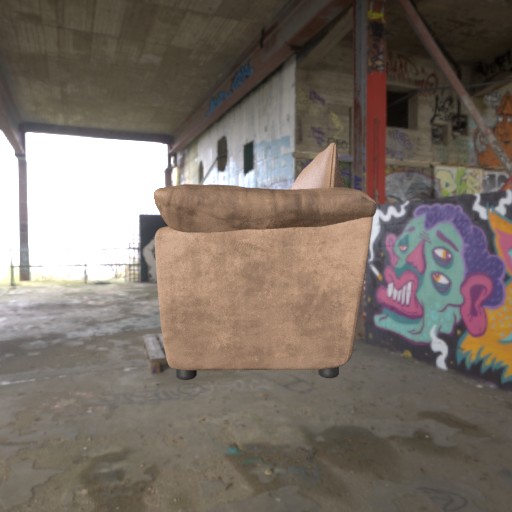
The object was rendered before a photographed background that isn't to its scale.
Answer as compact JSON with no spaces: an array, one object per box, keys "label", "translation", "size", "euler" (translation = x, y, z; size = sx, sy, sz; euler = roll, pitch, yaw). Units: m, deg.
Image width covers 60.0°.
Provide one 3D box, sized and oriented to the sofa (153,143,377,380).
[{"label":"sofa","translation":[0.000,0.000,2.828],"size":[0.893,0.981,2.377],"euler":[0,2,-2]}]
